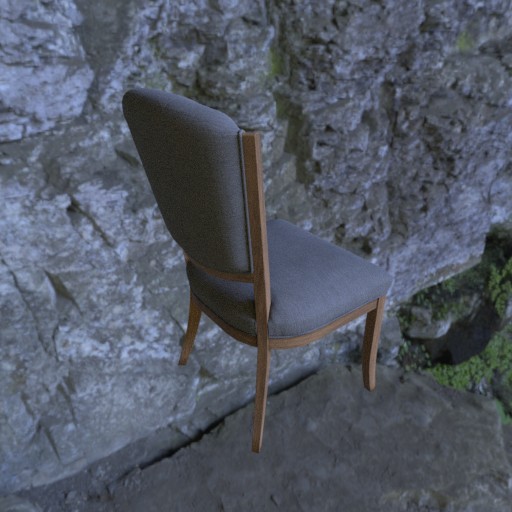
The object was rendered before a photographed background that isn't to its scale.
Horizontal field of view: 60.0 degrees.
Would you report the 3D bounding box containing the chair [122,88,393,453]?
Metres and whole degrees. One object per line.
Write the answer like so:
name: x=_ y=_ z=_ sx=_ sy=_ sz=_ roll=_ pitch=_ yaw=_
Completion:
chair: x=0.000 y=0.000 z=1.228 sx=0.584 sy=0.905 sz=0.513 roll=-19 pitch=33 yaw=-32
